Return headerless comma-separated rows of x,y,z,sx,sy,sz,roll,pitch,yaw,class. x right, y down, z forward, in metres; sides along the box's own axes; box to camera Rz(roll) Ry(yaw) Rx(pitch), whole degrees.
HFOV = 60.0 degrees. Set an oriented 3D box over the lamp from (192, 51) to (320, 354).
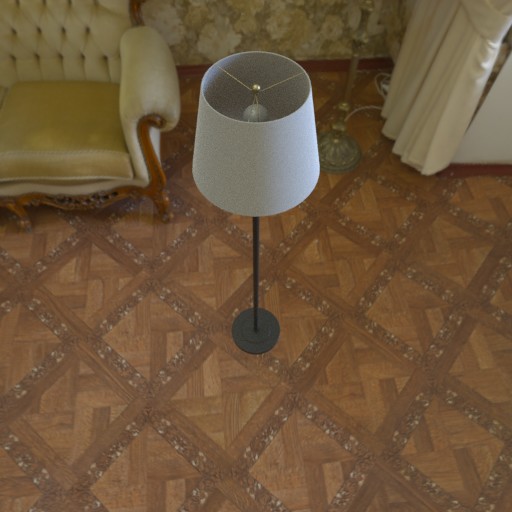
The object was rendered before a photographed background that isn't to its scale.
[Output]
0.000,0.000,1.622,0.348,1.473,0.348,33,64,19,lamp
